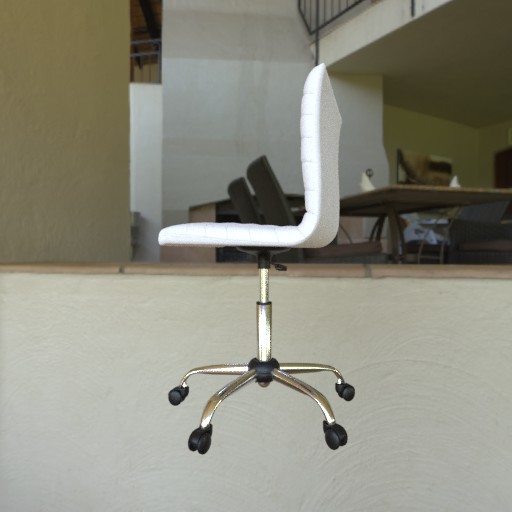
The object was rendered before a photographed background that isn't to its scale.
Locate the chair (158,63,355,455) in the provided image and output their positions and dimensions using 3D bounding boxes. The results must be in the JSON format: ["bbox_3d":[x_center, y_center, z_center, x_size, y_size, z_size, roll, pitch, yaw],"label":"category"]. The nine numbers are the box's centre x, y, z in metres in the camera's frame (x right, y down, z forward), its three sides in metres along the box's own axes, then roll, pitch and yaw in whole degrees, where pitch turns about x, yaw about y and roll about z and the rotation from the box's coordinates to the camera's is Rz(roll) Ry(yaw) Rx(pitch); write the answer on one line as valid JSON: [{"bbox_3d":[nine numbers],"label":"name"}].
[{"bbox_3d":[0.000,0.000,1.062,0.455,0.750,0.520,0,1,16],"label":"chair"}]
